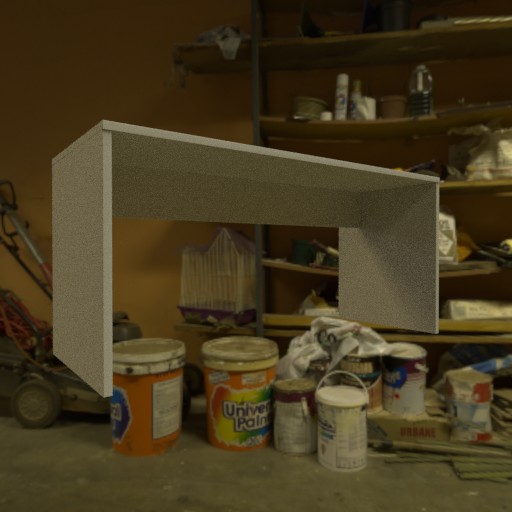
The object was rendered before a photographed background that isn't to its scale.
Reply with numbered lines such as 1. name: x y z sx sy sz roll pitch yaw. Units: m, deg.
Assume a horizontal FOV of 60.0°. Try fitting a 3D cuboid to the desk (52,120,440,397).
1. desk: 0.000 0.000 1.989 1.600 0.750 0.802 0 1 -36
